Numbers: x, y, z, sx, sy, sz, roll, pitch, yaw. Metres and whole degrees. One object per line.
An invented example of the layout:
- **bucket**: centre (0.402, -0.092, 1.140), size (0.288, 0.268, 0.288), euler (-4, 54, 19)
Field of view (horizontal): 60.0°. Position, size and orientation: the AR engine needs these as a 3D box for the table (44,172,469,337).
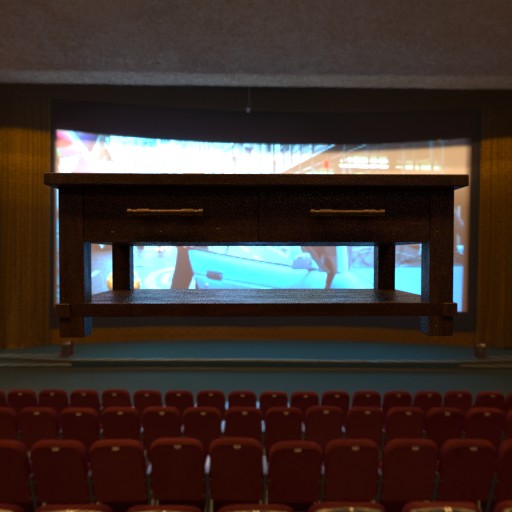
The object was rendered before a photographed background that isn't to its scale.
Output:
- **table**: centre (0.000, 0.000, 1.663), size (1.270, 0.494, 0.700), euler (0, 0, -1)
